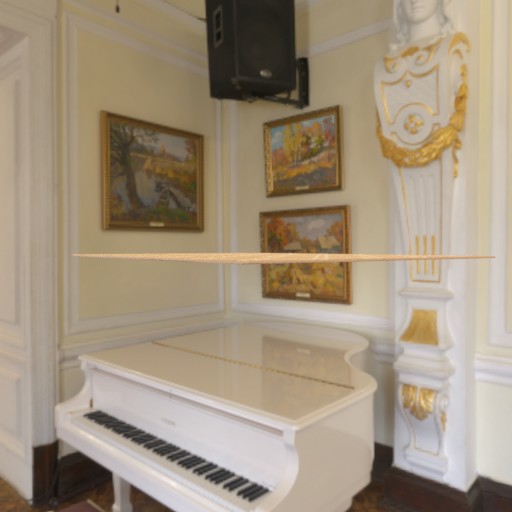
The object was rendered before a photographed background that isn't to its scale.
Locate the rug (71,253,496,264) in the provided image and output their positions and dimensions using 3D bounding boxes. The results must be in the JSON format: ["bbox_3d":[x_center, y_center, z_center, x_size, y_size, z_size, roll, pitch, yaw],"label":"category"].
[{"bbox_3d":[0.000,0.000,3.770,2.288,0.018,2.895,-1,1,-36],"label":"rug"}]
